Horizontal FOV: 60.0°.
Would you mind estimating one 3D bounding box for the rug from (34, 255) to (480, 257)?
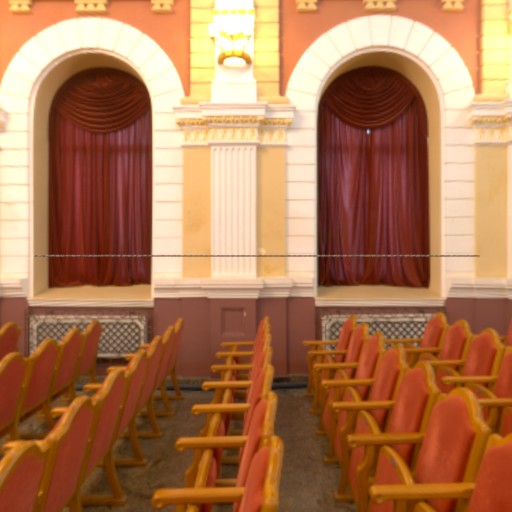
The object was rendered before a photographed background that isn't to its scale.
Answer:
[{"bbox_3d":[0.000,0.000,2.590,2.286,0.008,0.686,0,0,1],"label":"rug"}]
